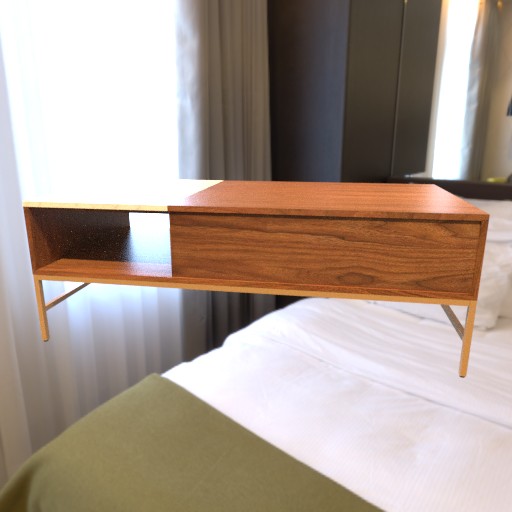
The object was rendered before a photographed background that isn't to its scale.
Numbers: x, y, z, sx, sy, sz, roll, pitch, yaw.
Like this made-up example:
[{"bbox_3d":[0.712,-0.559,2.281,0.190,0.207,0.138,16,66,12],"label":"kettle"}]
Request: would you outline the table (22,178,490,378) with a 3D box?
[{"bbox_3d":[0.000,0.000,1.899,1.553,0.551,0.789,3,16,10],"label":"table"}]
